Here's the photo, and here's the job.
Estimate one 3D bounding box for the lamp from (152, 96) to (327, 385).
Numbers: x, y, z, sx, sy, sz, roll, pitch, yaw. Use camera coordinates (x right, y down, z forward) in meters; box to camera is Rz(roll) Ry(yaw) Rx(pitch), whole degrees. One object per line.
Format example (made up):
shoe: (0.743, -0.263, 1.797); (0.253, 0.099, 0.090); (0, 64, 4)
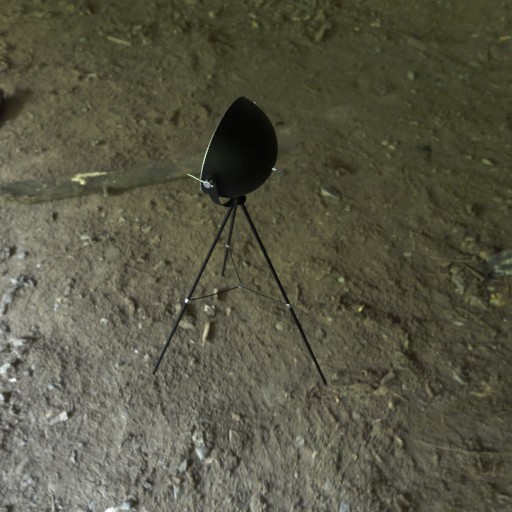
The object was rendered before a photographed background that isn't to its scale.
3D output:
lamp: (0.000, 0.000, 2.067); (0.920, 1.512, 0.817); (17, 49, 16)
